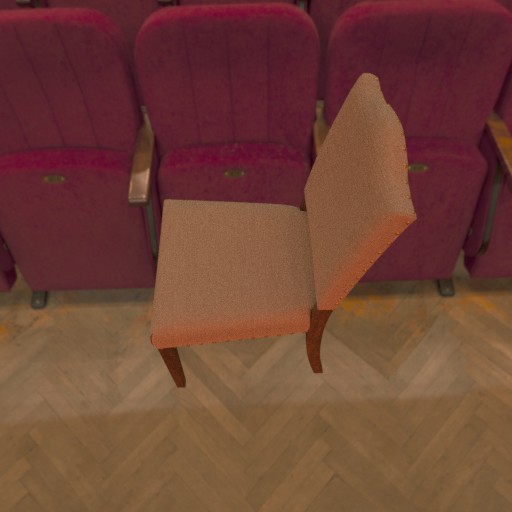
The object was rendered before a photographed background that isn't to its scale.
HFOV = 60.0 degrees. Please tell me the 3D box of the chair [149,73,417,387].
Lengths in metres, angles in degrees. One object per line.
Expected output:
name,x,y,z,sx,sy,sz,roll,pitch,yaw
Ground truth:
chair,0.000,0.000,1.350,0.620,1.020,0.508,-1,58,-1
